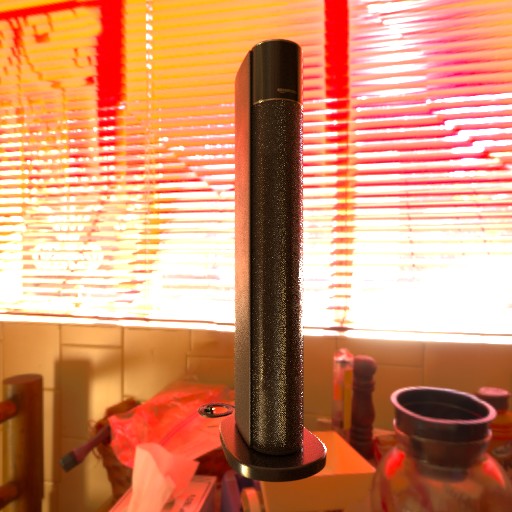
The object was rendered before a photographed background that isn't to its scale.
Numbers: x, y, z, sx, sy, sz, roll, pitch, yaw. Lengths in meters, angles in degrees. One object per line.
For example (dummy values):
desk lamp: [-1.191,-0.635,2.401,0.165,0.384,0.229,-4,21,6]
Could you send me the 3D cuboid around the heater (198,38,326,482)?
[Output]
heater: [0.000,0.000,1.047,0.214,0.856,0.458,0,0,-17]
